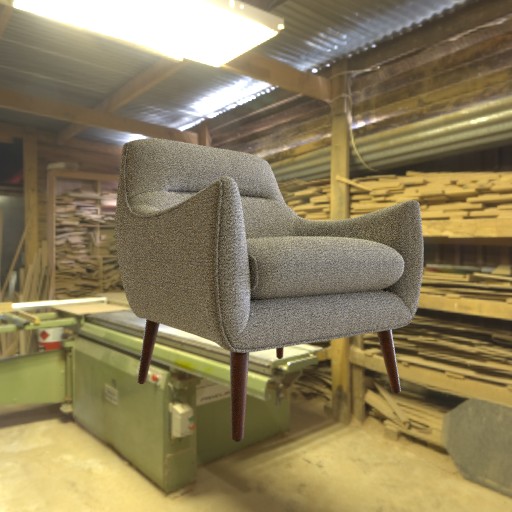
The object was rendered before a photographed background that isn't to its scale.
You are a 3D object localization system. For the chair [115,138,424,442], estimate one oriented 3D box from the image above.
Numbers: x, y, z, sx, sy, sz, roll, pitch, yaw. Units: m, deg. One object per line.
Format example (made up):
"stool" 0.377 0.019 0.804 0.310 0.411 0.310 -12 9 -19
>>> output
"chair" 0.000 0.000 1.446 0.762 0.838 0.787 0 0 -37
